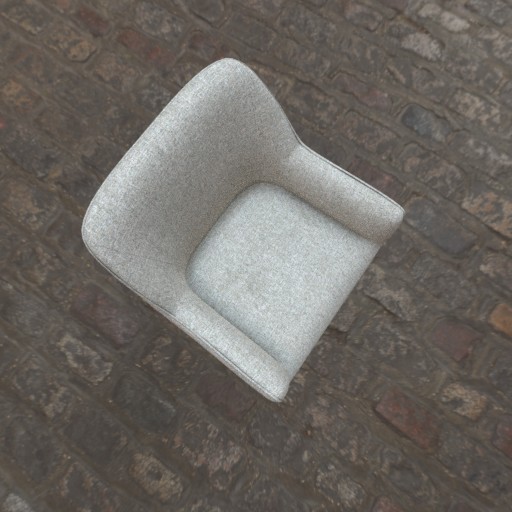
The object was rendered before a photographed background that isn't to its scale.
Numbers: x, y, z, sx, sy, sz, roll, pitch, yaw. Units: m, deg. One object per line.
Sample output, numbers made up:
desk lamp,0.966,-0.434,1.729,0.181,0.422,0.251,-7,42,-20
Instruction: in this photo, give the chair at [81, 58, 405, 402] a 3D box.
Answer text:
chair,0.000,0.000,1.176,0.519,0.803,0.543,35,79,8
